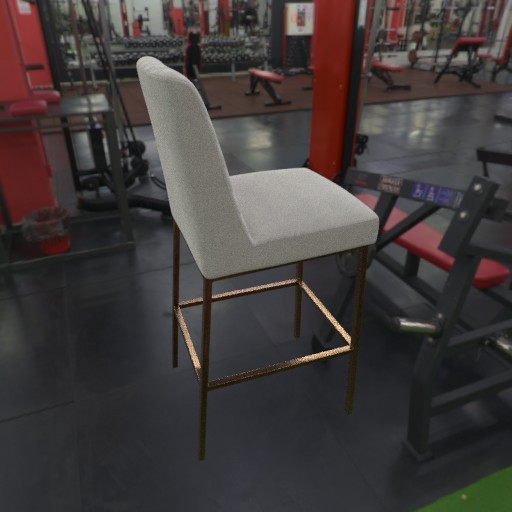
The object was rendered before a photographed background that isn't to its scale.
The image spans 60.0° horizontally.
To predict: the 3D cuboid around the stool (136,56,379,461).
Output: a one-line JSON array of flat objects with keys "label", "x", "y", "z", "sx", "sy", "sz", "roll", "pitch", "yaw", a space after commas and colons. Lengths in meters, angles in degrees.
[{"label": "stool", "x": 0.000, "y": 0.000, "z": 1.322, "sx": 0.546, "sy": 1.084, "sz": 0.462, "roll": -10, "pitch": 31, "yaw": -17}]
